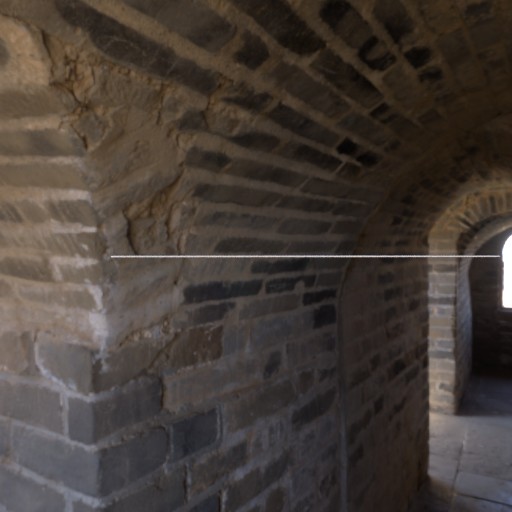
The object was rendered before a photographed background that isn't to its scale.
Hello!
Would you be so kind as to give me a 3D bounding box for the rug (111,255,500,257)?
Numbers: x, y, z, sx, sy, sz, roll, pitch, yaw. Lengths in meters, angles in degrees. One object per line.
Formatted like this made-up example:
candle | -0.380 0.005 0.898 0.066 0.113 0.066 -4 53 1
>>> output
rug | 0.000 0.000 4.005 2.421 0.008 3.045 0 0 -17
